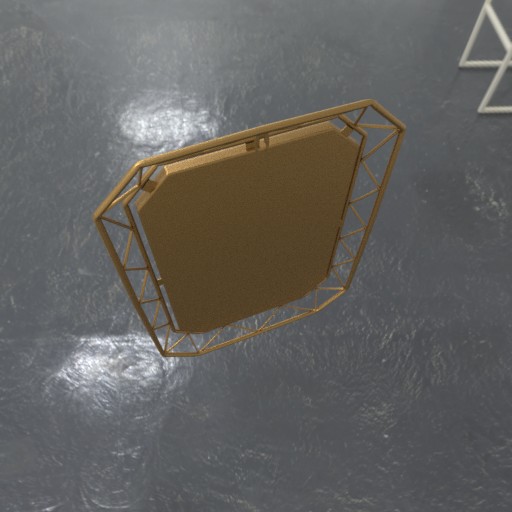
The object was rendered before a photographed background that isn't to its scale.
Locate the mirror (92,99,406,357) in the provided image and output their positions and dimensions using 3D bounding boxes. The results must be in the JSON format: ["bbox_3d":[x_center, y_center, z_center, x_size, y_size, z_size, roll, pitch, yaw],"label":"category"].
[{"bbox_3d":[0.000,0.000,0.730,0.417,0.566,0.042,-18,59,-11],"label":"mirror"}]
